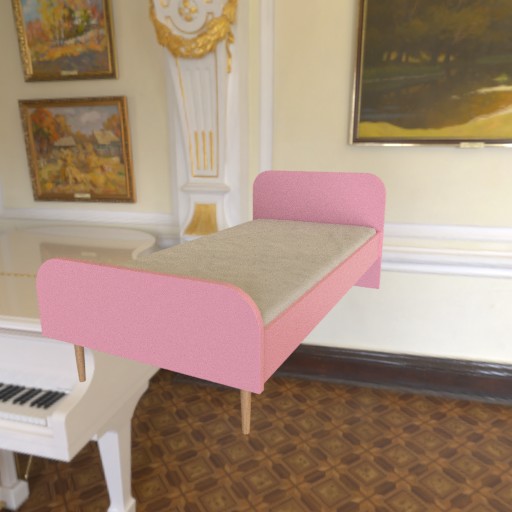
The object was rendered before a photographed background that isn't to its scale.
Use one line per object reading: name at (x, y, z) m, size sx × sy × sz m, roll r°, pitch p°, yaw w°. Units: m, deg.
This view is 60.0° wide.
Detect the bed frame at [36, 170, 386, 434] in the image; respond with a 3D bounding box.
bed frame at (0.000, 0.000, 2.426) m, size 0.998 × 0.805 × 1.963 m, roll 7°, pitch 16°, yaw 25°
